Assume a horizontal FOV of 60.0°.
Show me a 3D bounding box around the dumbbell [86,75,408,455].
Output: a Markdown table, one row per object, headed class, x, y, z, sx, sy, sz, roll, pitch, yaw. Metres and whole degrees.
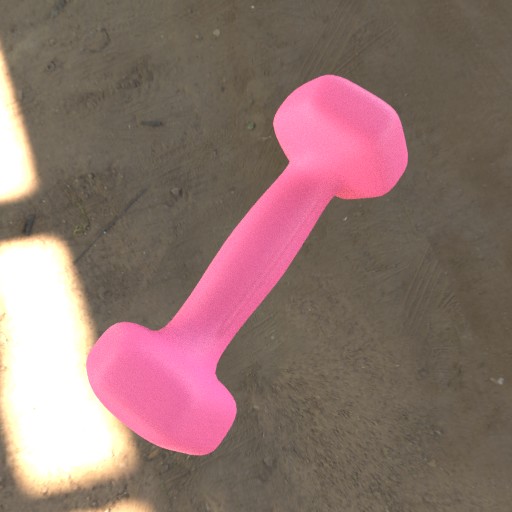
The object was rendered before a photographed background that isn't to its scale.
| class | x | y | z | sx | sy | sz | roll | pitch | yaw |
| --- | --- | --- | --- | --- | --- | --- | --- | --- | --- |
| dumbbell | 0.000 | 0.000 | 0.170 | 0.058 | 0.053 | 0.146 | 35 | 79 | 8 |
